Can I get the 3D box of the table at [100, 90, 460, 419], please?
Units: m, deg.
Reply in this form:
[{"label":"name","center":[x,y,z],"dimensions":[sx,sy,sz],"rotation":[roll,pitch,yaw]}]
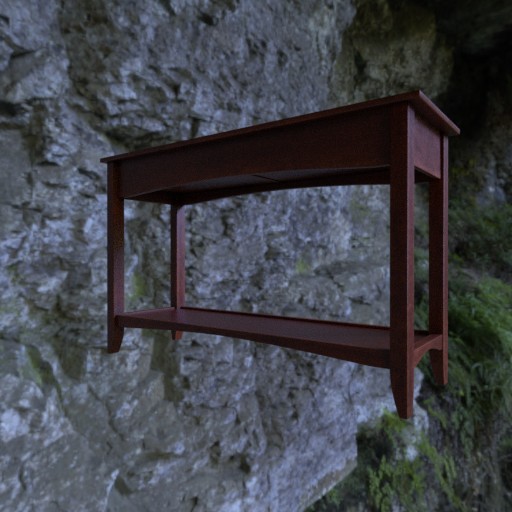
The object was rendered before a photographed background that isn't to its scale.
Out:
[{"label":"table","center":[0.000,0.000,1.487],"dimensions":[1.188,0.739,0.392],"rotation":[0,0,37]}]
